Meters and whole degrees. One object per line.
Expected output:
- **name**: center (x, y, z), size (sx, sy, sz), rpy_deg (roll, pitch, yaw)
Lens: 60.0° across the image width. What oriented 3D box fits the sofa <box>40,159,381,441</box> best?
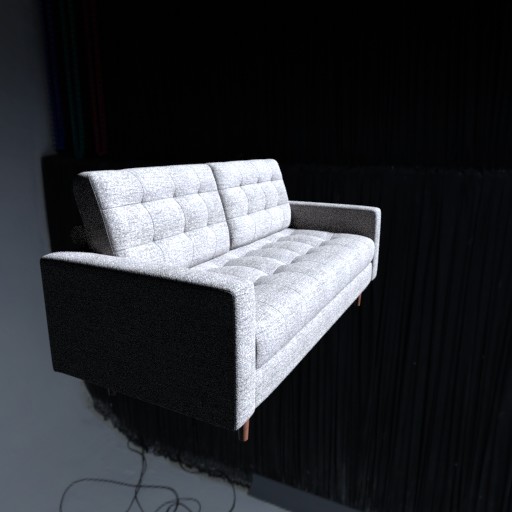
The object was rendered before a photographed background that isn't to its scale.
- **sofa**: center (0.000, 0.000, 2.229), size (0.863, 0.902, 1.821), rpy_deg (7, 16, 27)
